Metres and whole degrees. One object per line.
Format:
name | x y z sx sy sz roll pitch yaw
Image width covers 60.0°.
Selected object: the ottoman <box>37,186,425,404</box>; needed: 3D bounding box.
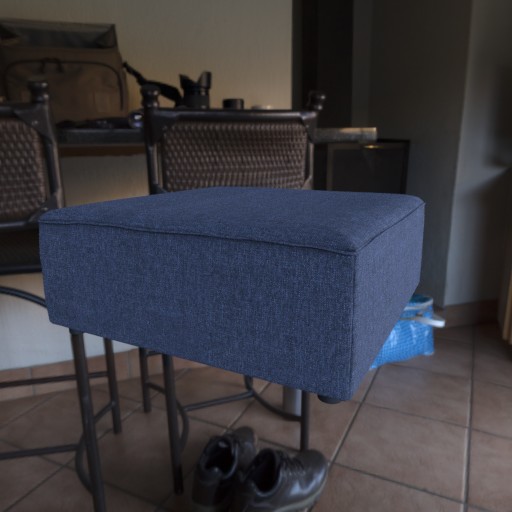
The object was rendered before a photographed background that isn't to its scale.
ottoman | 0.000 0.000 1.592 1.017 0.423 1.023 7 15 28
